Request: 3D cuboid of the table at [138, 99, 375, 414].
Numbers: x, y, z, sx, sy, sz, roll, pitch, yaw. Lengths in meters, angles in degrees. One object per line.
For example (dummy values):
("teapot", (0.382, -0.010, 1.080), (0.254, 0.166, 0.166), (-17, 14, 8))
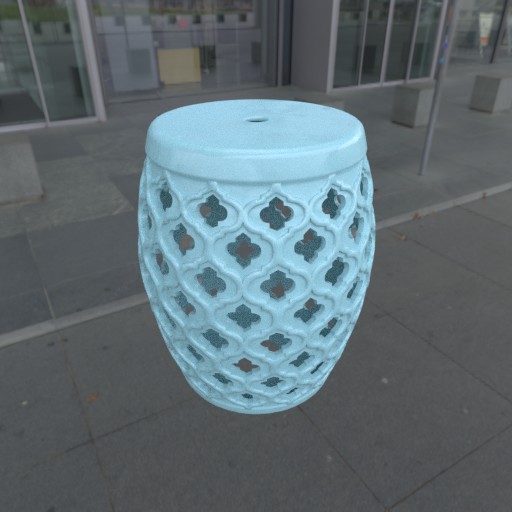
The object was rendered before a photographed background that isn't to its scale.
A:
("table", (0.000, 0.000, 0.640), (0.325, 0.388, 0.325), (0, 30, 0))
